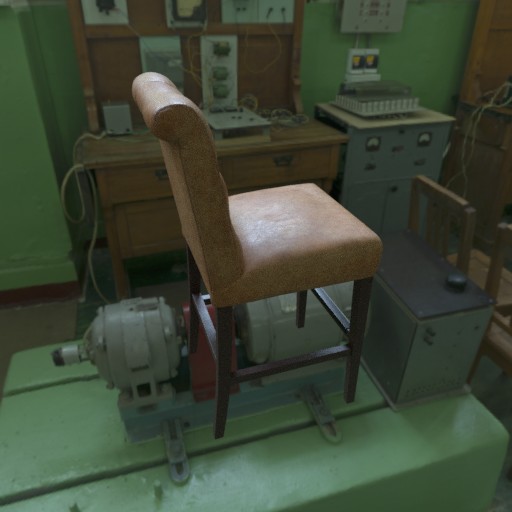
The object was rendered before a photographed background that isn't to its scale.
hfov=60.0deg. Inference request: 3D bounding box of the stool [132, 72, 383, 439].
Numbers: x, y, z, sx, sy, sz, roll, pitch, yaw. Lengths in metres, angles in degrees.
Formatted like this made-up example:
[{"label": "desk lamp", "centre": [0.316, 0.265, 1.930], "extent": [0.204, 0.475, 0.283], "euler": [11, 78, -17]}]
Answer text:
[{"label": "stool", "centre": [0.000, 0.000, 1.393], "extent": [0.601, 1.047, 0.493], "euler": [-10, 32, -16]}]
